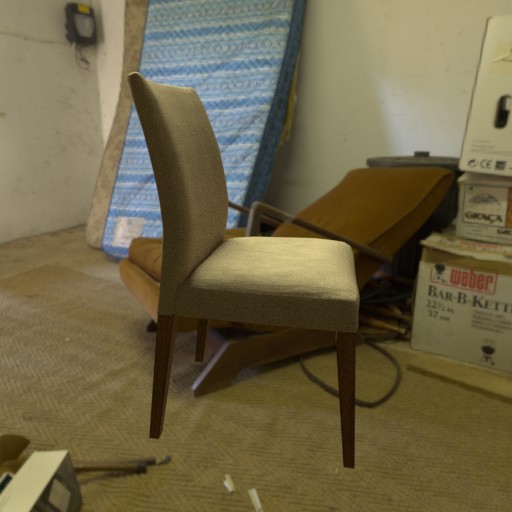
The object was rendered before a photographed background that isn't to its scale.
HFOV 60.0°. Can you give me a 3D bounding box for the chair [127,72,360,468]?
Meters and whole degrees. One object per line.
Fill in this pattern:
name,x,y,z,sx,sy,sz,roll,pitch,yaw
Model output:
chair,0.000,0.000,1.262,0.585,0.940,0.496,3,16,9
